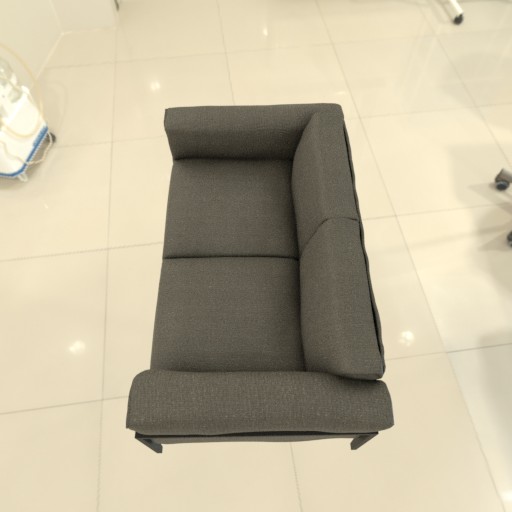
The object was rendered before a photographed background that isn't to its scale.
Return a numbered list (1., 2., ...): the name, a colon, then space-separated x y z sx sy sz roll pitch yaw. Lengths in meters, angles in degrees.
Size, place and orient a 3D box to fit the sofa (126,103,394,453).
1. sofa: 0.000 0.000 2.159 0.960 0.656 1.690 -1 59 0
